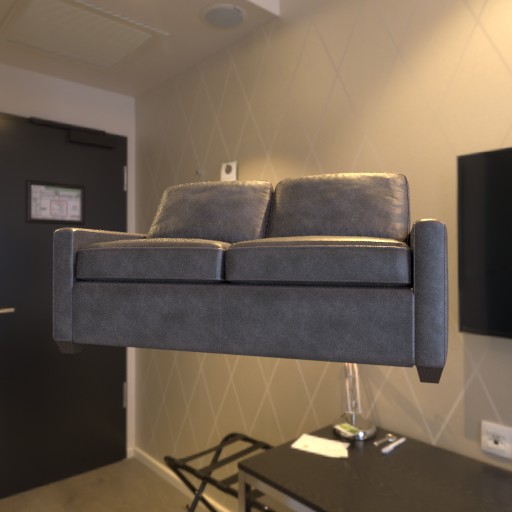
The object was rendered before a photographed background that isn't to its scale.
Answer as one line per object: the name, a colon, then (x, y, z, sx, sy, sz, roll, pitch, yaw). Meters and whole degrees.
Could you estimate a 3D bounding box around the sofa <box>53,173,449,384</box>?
sofa: (0.000, 0.000, 2.254, 1.732, 0.916, 0.939, 0, 0, 18)
